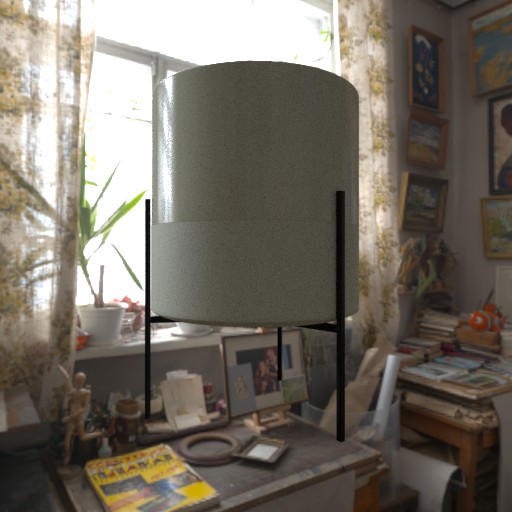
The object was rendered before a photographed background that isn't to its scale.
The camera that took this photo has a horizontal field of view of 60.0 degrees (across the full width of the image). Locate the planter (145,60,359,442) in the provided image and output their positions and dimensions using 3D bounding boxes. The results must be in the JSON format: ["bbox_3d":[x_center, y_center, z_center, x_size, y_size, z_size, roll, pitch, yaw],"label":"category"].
[{"bbox_3d":[0.000,0.000,0.693,0.314,0.475,0.323,0,0,17],"label":"planter"}]
